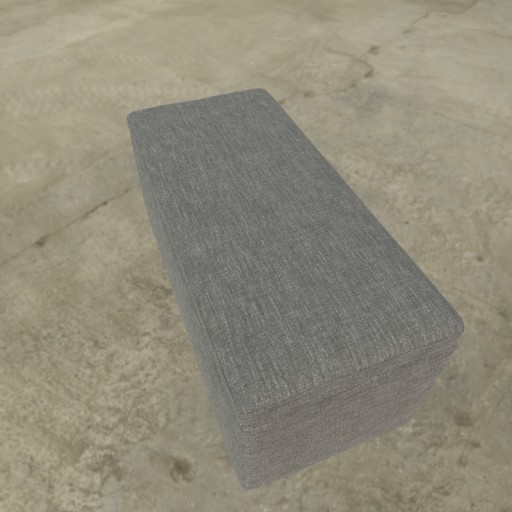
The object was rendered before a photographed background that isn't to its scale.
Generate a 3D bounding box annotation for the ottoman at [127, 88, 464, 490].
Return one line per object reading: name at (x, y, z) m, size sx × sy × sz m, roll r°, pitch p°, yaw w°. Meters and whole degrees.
ottoman at (0.000, 0.000, 1.079) m, size 0.419 × 0.432 × 0.902 m, roll -16°, pitch 49°, yaw -14°
